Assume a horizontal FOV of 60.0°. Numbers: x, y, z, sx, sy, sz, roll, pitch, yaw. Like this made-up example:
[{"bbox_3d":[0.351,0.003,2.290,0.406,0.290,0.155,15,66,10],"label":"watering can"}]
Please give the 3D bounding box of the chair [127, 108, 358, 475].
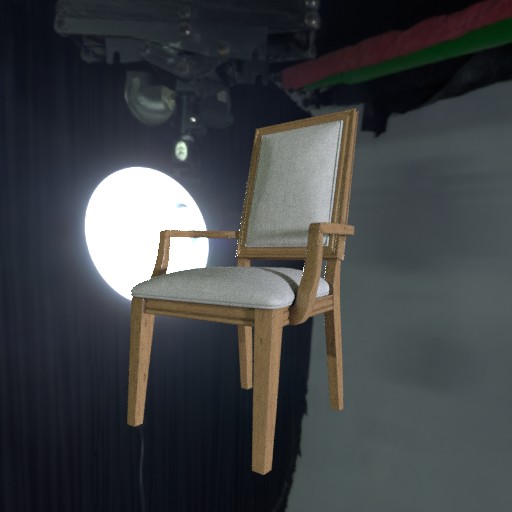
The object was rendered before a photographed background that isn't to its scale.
[{"bbox_3d":[0.000,0.000,1.393,0.606,0.990,0.602,0,1,37],"label":"chair"}]
